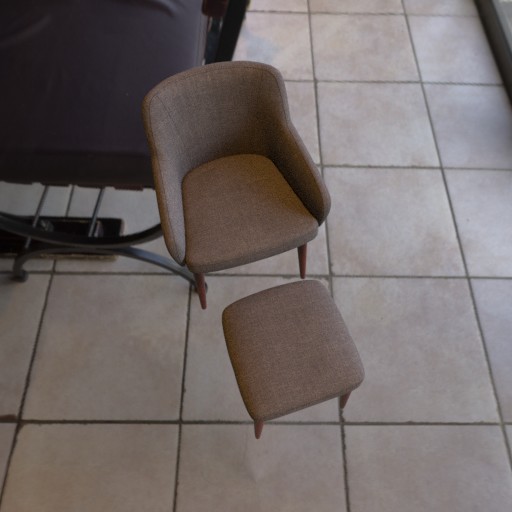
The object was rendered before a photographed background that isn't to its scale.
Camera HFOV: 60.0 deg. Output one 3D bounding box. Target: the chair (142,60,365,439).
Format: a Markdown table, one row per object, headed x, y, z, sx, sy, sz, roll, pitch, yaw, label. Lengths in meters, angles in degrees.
| x | y | z | sx | sy | sz | roll | pitch | yaw | label |
| --- | --- | --- | --- | --- | --- | --- | --- | --- | --- |
| 0.000 | 0.000 | 1.597 | 0.584 | 0.799 | 1.107 | -16 | 64 | -8 | chair |
